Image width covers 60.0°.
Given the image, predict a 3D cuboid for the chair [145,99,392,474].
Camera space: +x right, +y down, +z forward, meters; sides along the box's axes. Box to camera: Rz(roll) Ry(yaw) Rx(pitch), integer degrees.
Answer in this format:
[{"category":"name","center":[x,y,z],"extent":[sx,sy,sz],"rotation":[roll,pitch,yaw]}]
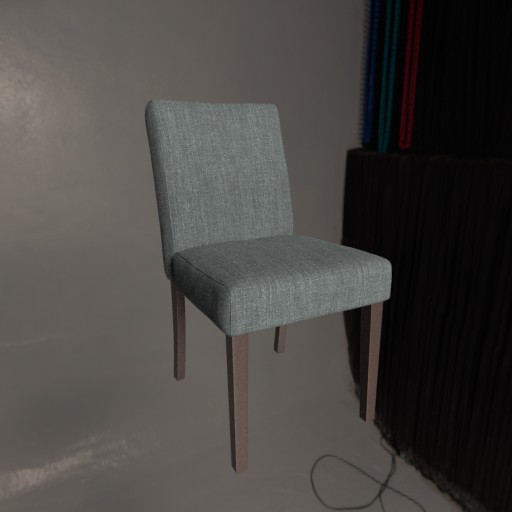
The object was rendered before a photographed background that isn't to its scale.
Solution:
[{"category":"chair","center":[0.000,0.000,1.299],"extent":[0.487,0.884,0.629],"rotation":[-8,18,-28]}]
